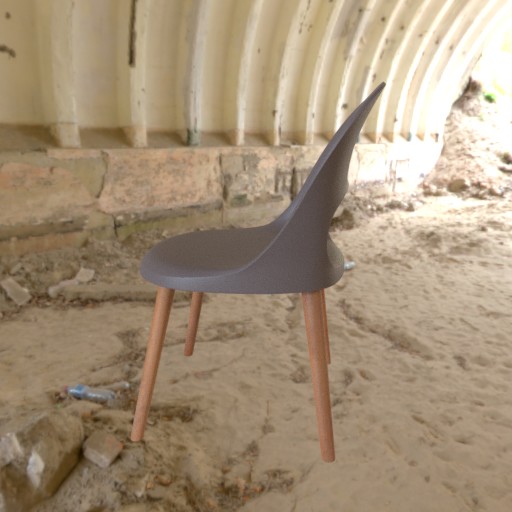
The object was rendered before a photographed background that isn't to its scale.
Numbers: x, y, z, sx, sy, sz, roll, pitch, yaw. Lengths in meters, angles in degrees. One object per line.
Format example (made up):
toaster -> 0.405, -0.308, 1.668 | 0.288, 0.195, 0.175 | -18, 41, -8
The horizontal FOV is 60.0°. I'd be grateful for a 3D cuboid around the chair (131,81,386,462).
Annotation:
chair -> 0.000, 0.000, 1.102 | 0.556, 0.794, 0.470 | 2, 15, 8
